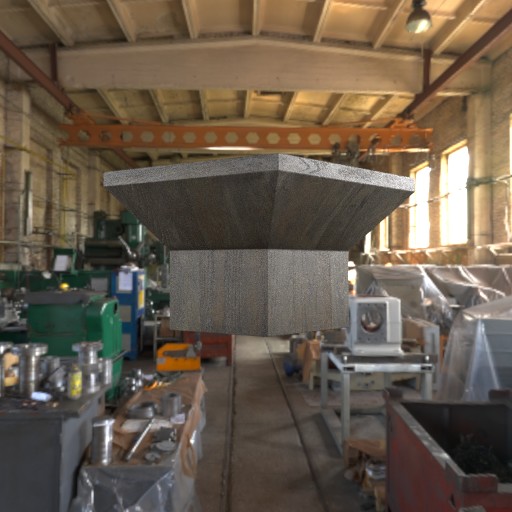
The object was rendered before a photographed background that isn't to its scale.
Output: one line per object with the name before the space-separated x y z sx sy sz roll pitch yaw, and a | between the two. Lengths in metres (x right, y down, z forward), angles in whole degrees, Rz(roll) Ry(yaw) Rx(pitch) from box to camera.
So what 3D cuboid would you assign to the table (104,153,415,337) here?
table | 0.000 0.000 1.640 1.115 0.488 0.966 1 -1 -36
